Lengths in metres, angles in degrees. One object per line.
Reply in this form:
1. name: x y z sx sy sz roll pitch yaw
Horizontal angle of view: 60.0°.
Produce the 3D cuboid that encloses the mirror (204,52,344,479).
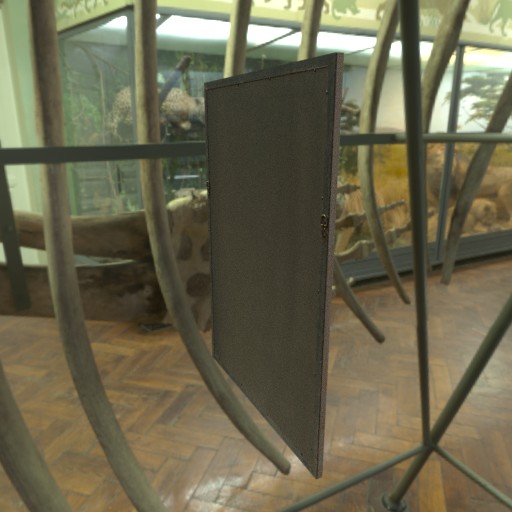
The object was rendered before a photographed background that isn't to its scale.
1. mirror: 0.000 0.000 1.288 0.025 0.996 0.705 -8 18 -26
